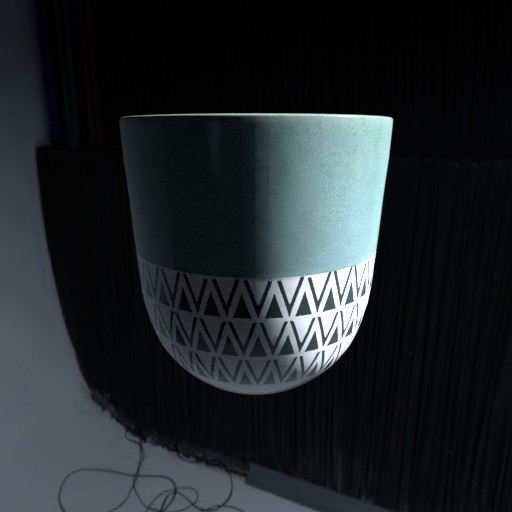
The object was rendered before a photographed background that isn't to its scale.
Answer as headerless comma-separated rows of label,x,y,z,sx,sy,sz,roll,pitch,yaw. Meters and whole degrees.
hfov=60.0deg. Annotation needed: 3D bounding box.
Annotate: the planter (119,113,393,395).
planter,0.000,0.000,0.363,0.198,0.214,0.198,0,16,0
